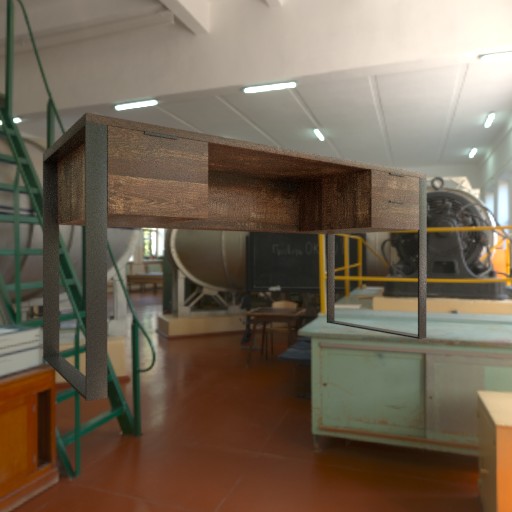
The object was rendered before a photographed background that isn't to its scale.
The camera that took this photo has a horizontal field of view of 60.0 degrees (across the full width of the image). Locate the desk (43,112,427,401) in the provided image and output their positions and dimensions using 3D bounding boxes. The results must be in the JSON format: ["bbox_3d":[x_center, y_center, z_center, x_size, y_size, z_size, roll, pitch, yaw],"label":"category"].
[{"bbox_3d":[0.000,0.000,1.852,1.524,0.762,0.599,0,0,-36],"label":"desk"}]
